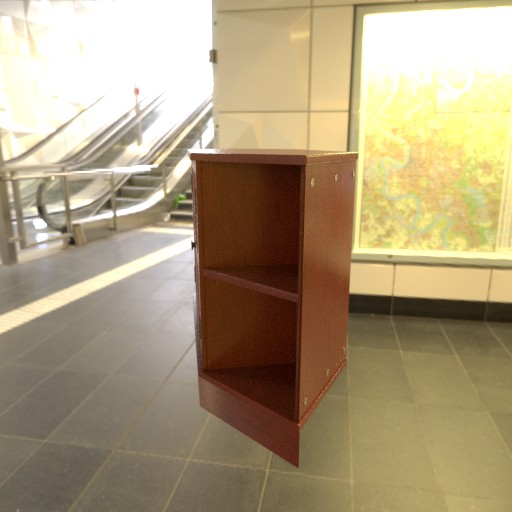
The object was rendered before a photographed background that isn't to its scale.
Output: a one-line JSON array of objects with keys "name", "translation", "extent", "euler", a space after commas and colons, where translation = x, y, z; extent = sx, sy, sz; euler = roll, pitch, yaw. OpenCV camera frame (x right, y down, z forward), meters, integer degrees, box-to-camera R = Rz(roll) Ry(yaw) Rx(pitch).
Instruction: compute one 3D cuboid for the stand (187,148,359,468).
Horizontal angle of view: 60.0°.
[{"name": "stand", "translation": [0.000, 0.000, 1.325], "extent": [0.381, 0.614, 1.072], "euler": [-2, 14, -9]}]
